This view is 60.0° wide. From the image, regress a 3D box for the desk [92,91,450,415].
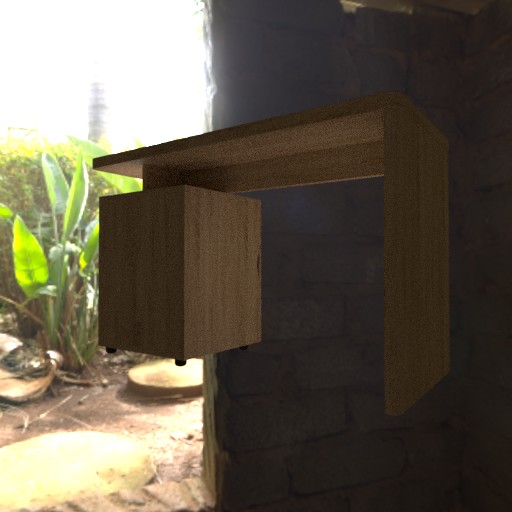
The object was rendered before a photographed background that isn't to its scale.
[{"bbox_3d":[0.000,0.000,1.596,1.200,0.760,0.550,-1,-1,35],"label":"desk"}]
